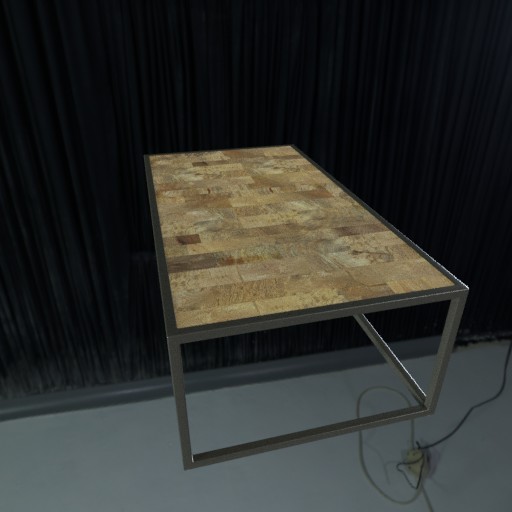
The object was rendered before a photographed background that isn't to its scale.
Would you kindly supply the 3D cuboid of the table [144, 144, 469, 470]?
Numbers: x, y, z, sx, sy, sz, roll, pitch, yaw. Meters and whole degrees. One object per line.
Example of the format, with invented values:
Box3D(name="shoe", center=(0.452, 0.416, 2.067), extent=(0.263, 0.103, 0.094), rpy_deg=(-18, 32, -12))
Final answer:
Box3D(name="table", center=(0.000, 0.000, 1.494), extent=(0.649, 0.398, 1.199), rpy_deg=(-7, 30, -13))
